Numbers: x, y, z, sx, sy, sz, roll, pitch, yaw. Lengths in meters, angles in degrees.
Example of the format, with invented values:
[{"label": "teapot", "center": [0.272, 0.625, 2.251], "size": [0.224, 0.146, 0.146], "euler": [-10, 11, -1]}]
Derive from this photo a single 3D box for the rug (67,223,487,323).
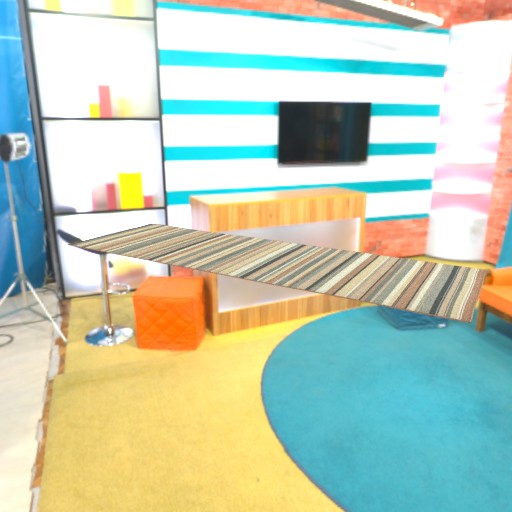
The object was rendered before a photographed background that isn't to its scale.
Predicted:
[{"label": "rug", "center": [0.000, 0.000, 2.672], "size": [2.444, 0.010, 0.799], "euler": [9, 18, 29]}]
